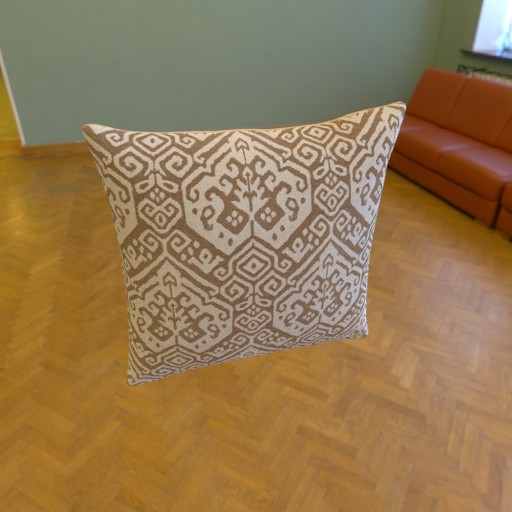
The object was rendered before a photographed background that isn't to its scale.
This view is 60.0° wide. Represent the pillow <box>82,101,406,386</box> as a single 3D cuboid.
[{"bbox_3d":[0.000,0.000,0.643,0.419,0.407,0.173,-9,32,-14],"label":"pillow"}]
